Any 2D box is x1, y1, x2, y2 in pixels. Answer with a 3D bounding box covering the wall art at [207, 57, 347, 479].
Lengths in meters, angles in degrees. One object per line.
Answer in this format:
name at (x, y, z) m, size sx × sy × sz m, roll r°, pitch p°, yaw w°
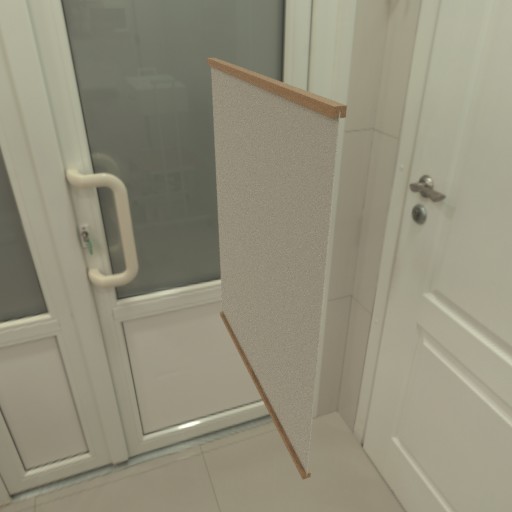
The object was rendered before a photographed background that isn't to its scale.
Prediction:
wall art at (0.000, 0.000, 0.665) m, size 0.012 × 0.508 × 0.405 m, roll -11°, pitch 31°, yaw -18°
